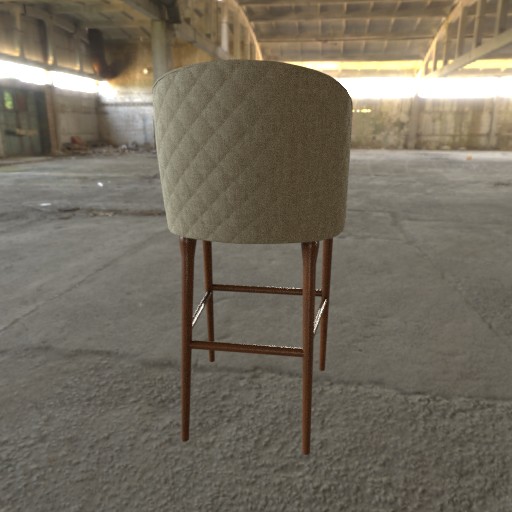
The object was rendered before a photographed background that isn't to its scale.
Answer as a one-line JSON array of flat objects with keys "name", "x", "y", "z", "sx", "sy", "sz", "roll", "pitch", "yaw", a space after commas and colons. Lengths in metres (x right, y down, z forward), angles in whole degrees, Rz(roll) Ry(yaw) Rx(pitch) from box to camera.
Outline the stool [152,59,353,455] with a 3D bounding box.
[{"name": "stool", "x": 0.000, "y": 0.000, "z": 1.417, "sx": 0.559, "sy": 1.078, "sz": 0.607, "roll": 2, "pitch": 16, "yaw": 9}]
